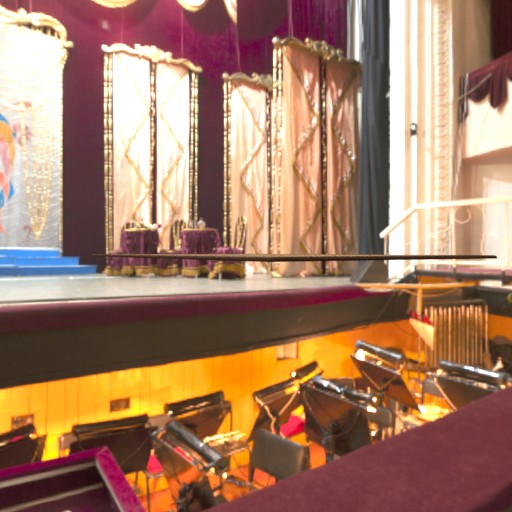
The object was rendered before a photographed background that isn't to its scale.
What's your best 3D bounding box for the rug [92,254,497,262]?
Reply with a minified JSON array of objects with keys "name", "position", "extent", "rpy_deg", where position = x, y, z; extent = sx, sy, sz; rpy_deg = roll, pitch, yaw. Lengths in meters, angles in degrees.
[{"name":"rug","position":[0.000,0.000,2.060],"extent":[1.067,0.013,1.676],"rpy_deg":[0,1,-34]}]
